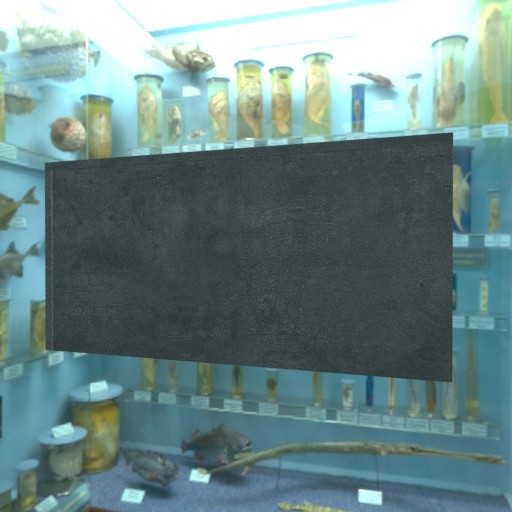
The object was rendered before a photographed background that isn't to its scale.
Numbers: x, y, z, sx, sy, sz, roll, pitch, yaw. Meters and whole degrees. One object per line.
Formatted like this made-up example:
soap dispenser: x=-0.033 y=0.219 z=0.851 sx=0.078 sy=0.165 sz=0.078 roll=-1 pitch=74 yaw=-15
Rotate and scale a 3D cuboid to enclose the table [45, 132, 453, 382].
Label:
table: x=0.000 y=0.000 z=0.913 sx=0.700 sy=0.350 sz=0.400 roll=0 pitch=0 yaw=17
